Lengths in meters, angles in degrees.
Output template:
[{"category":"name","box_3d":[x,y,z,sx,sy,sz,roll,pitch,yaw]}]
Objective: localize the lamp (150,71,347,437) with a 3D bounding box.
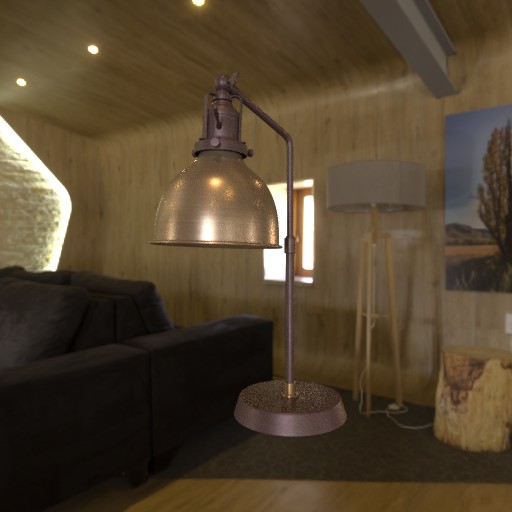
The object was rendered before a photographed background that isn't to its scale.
[{"category":"lamp","box_3d":[0.000,0.000,0.611,0.298,0.469,0.175,-1,1,-37]}]
